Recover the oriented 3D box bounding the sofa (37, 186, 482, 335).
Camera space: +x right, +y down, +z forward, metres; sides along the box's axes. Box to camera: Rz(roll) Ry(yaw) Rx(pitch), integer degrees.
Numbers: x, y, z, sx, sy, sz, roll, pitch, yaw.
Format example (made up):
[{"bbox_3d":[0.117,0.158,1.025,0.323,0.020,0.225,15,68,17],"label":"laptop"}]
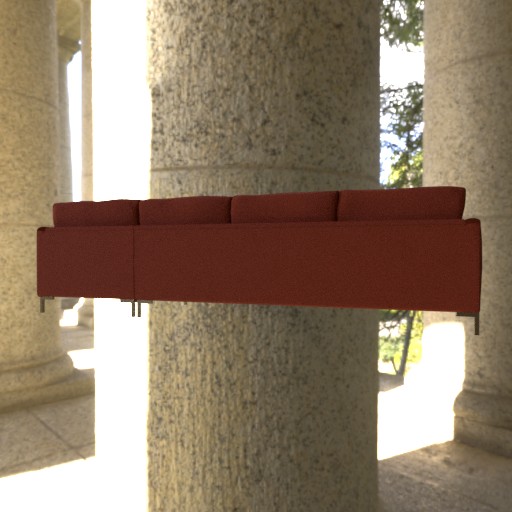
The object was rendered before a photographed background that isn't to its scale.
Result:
[{"bbox_3d":[0.000,0.000,3.366,2.932,0.810,1.350,0,1,18],"label":"sofa"}]
